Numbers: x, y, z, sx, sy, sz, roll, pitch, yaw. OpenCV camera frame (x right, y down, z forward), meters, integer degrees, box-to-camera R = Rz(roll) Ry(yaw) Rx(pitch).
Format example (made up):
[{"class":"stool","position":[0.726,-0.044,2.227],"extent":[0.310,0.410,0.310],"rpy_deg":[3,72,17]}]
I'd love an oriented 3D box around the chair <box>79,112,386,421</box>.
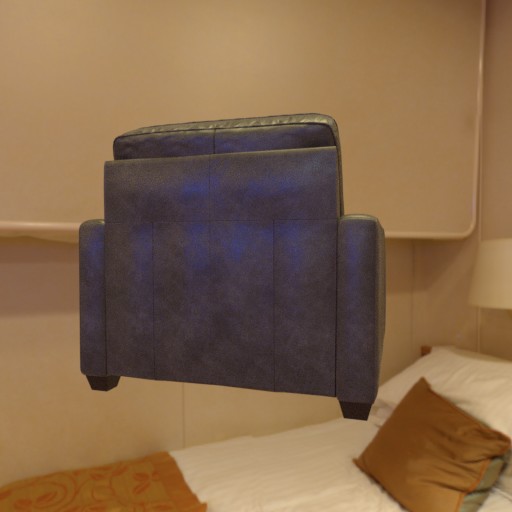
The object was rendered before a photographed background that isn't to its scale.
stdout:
[{"class":"chair","position":[0.000,0.000,1.797],"extent":[1.006,0.916,0.939],"rpy_deg":[0,2,17]}]
